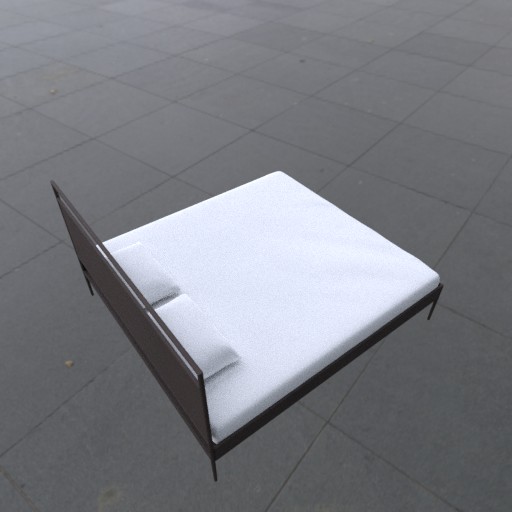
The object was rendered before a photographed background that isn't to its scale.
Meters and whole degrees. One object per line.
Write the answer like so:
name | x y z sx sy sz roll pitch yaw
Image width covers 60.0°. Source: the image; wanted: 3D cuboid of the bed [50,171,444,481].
bed | 0.000 0.000 3.419 2.151 1.173 1.993 -27 48 -27
